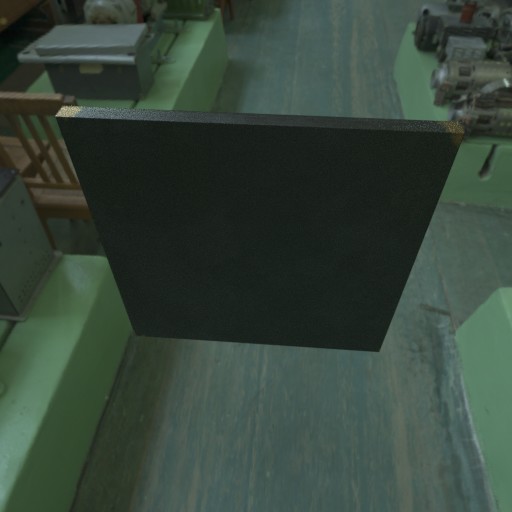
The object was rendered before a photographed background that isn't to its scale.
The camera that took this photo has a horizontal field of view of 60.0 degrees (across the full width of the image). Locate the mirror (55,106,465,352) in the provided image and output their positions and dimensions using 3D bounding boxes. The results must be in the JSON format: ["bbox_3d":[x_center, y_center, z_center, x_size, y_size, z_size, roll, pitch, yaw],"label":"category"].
[{"bbox_3d":[0.000,0.000,0.557,0.382,0.381,0.020,3,47,3],"label":"mirror"}]
